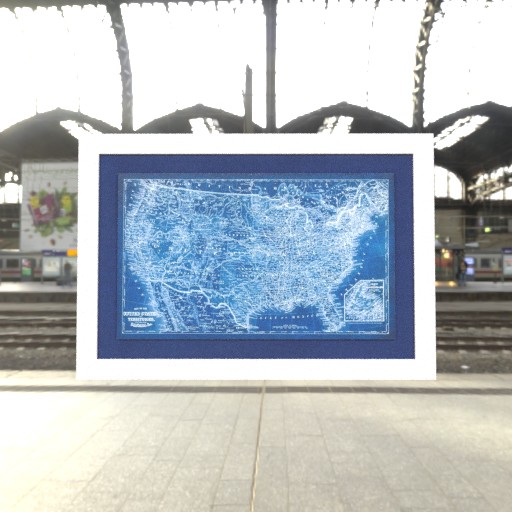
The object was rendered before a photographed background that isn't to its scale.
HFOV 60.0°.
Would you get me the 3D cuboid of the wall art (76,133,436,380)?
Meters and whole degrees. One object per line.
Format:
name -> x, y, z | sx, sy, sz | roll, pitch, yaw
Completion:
wall art -> 0.000, 0.000, 1.648 | 1.308, 0.902, 0.051 | 0, -2, 0
